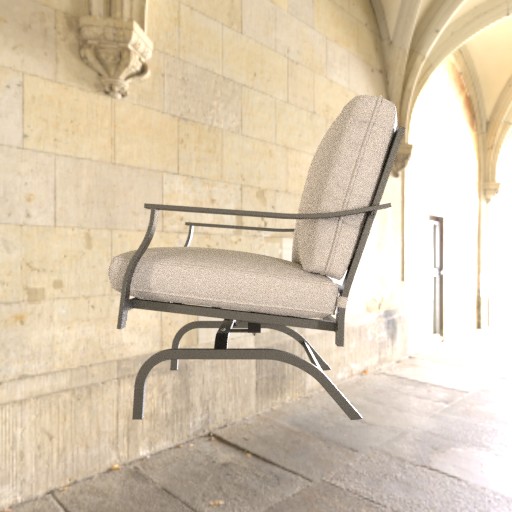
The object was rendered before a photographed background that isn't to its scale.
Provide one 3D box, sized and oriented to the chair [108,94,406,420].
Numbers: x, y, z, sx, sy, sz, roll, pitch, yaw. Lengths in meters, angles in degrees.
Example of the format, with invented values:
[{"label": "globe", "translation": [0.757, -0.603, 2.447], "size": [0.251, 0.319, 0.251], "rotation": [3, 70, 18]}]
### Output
[{"label": "chair", "translation": [0.000, 0.000, 1.423], "size": [0.787, 0.860, 0.650], "rotation": [0, 0, 0]}]
